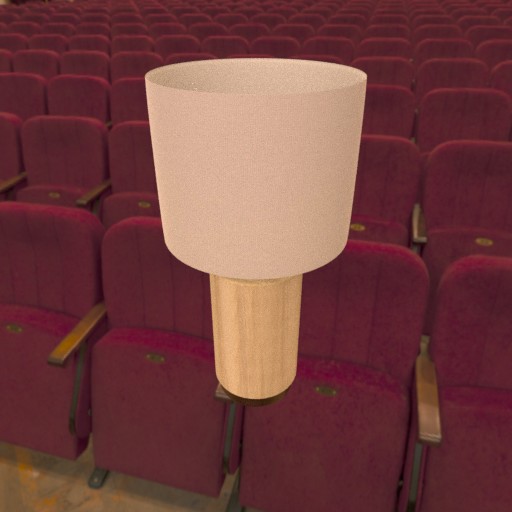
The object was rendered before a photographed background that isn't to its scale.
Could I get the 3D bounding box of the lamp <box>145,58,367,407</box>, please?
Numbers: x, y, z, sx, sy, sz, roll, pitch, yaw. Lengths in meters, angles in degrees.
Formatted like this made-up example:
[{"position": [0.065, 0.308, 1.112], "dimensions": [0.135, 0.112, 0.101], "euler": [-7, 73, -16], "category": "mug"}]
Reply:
[{"position": [0.000, 0.000, 0.575], "dimensions": [0.228, 0.444, 0.228], "euler": [8, 32, 13], "category": "lamp"}]
